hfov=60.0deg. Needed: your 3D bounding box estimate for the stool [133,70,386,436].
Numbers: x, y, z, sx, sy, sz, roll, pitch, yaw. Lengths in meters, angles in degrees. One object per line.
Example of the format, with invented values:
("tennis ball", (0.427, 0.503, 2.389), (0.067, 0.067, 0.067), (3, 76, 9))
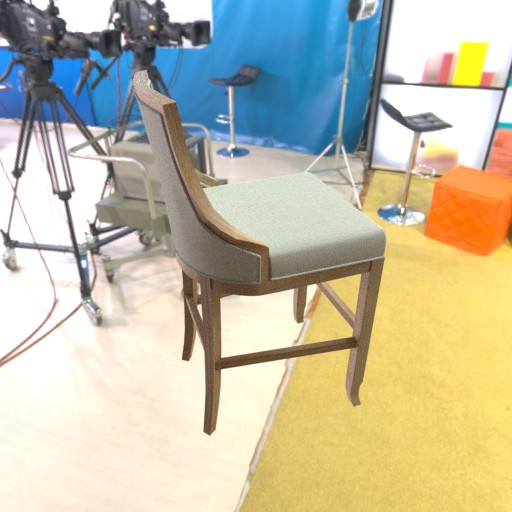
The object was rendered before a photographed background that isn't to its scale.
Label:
("stool", (0.000, 0.000, 1.449), (0.626, 1.101, 0.524), (-11, 33, -17))
